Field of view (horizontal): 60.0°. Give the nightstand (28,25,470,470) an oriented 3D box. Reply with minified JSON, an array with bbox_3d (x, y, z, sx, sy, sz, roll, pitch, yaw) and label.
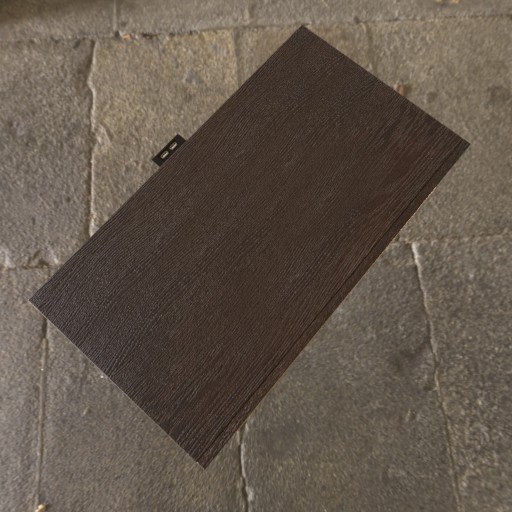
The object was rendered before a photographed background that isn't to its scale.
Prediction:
[{"bbox_3d":[0.000,0.000,1.126,0.457,0.612,0.775,40,79,9],"label":"nightstand"}]
